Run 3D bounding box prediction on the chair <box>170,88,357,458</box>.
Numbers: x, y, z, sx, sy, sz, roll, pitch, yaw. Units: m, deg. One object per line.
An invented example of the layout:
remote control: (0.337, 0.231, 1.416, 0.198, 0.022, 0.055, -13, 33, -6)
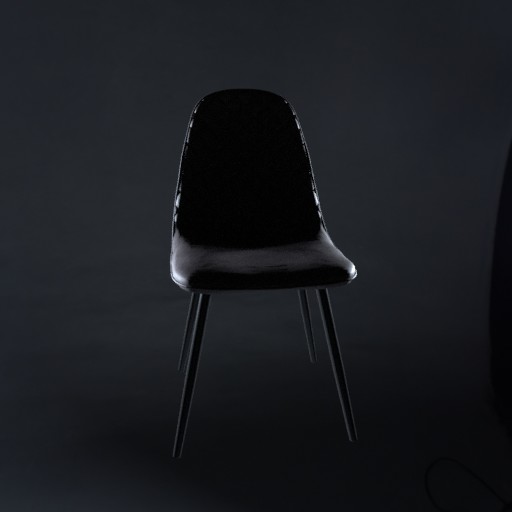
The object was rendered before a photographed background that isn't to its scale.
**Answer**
chair: (0.000, 0.000, 1.203, 0.472, 0.889, 0.561, -2, 17, -7)
